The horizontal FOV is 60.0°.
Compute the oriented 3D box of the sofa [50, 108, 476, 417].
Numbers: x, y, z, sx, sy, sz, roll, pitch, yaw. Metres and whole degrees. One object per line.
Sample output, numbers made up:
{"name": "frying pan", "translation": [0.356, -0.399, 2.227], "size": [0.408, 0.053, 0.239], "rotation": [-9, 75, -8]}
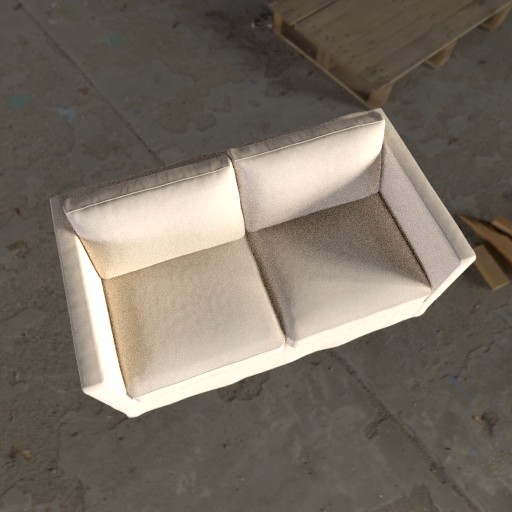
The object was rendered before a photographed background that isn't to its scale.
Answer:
{"name": "sofa", "translation": [0.000, 0.000, 2.242], "size": [1.746, 0.834, 0.962], "rotation": [-17, 65, -9]}
